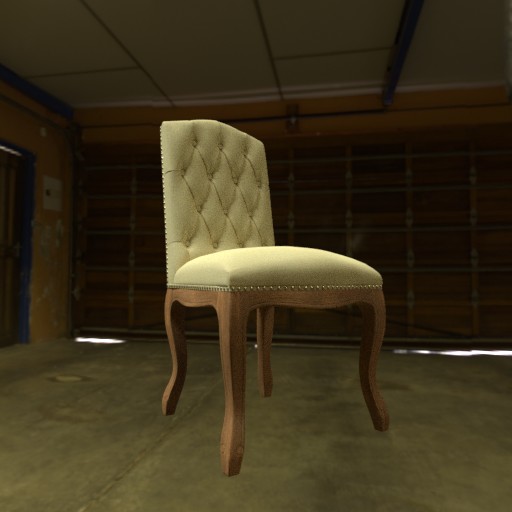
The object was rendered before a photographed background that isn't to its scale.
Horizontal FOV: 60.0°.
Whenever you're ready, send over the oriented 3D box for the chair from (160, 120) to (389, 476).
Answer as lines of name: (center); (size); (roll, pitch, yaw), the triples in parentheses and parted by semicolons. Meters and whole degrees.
chair: (0.000, 0.000, 1.592); (0.623, 1.165, 0.715); (2, -4, -34)
